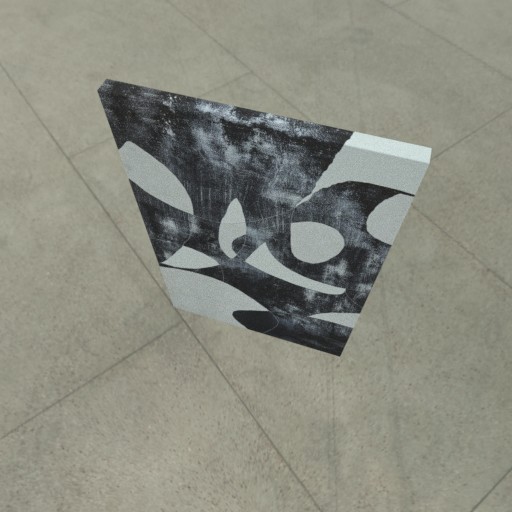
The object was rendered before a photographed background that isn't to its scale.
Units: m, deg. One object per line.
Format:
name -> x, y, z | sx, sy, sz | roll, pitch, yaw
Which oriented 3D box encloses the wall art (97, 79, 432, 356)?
wall art -> 0.000, 0.000, 1.171 | 0.610, 0.915, 0.041 | 15, 59, 9
